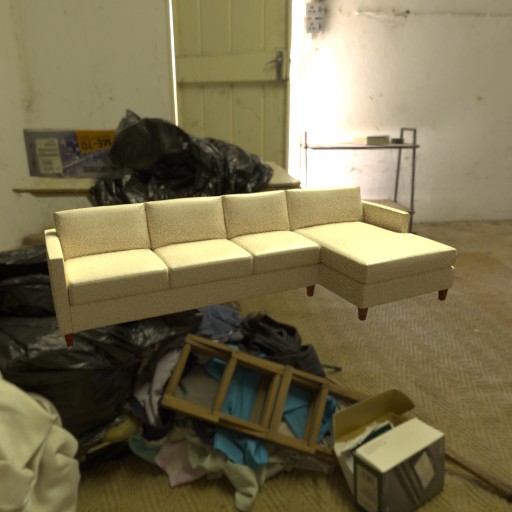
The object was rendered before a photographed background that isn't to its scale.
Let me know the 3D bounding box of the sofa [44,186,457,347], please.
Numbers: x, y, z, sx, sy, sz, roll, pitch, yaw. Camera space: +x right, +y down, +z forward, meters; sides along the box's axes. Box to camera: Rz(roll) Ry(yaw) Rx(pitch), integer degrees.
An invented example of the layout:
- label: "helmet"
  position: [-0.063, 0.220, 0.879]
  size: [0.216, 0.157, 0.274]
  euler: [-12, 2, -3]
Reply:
- label: "sofa"
  position: [0.000, 0.000, 4.097]
  size: [3.471, 0.954, 1.603]
  euler: [-9, 20, -25]
